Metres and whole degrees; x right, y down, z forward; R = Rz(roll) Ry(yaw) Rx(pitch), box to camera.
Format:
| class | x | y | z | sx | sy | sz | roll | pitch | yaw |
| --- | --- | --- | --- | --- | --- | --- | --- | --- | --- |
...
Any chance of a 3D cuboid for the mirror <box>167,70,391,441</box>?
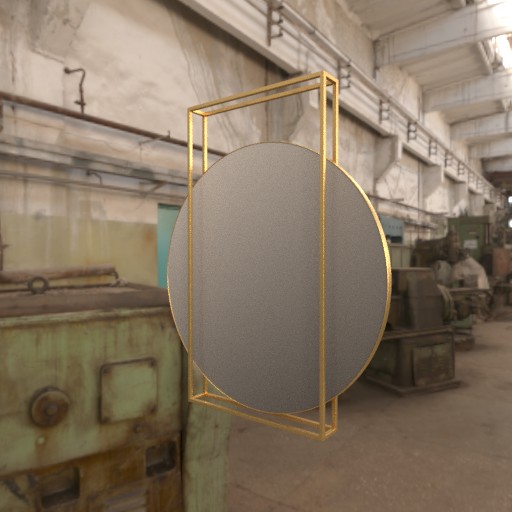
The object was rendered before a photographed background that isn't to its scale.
| class | x | y | z | sx | sy | sz | roll | pitch | yaw |
| --- | --- | --- | --- | --- | --- | --- | --- | --- | --- |
| mirror | 0.000 | 0.000 | 0.835 | 0.508 | 0.603 | 0.051 | 1 | 1 | 37 |
